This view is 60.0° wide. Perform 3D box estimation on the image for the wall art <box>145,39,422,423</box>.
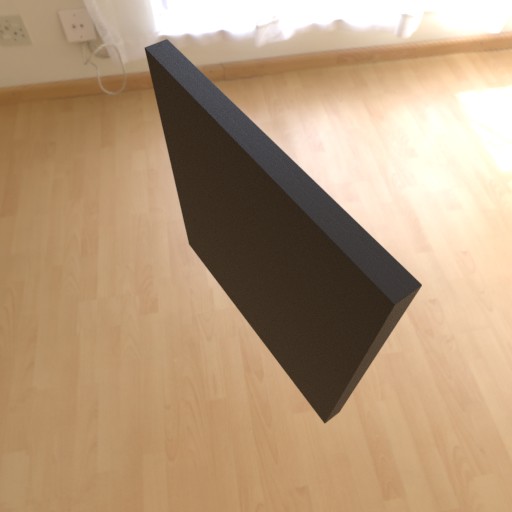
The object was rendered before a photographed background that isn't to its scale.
[{"bbox_3d":[0.000,0.000,0.749,0.038,0.507,0.507,-31,62,-18],"label":"wall art"}]
